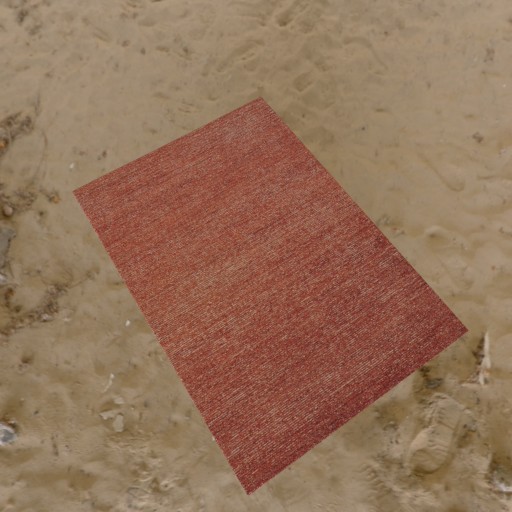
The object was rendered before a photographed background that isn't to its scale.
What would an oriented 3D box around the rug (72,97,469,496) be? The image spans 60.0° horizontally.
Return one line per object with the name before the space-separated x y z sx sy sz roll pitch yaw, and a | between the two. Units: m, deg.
rug | 0.000 0.000 5.079 2.803 0.025 3.965 -31 69 -14
